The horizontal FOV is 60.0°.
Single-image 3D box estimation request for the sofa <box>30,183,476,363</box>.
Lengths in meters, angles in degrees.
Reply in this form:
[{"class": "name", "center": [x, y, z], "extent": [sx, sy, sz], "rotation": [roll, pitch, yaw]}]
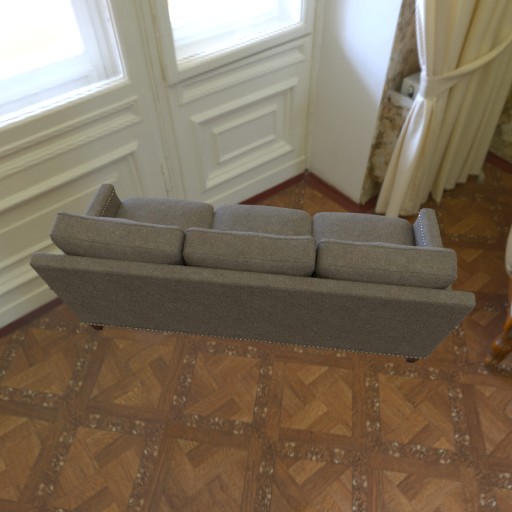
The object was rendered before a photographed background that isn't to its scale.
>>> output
[{"class": "sofa", "center": [0.000, 0.000, 2.770], "extent": [2.226, 1.042, 1.034], "rotation": [5, 49, 4]}]
